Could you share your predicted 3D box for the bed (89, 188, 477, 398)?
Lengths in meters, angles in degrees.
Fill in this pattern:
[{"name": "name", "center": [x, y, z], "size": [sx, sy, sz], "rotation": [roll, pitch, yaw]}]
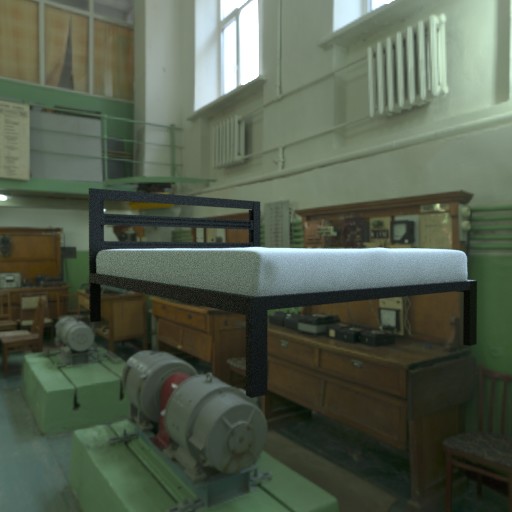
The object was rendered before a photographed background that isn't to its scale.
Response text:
[{"name": "bed", "center": [0.000, 0.000, 2.839], "size": [1.524, 0.967, 2.062], "rotation": [-1, 1, -36]}]
